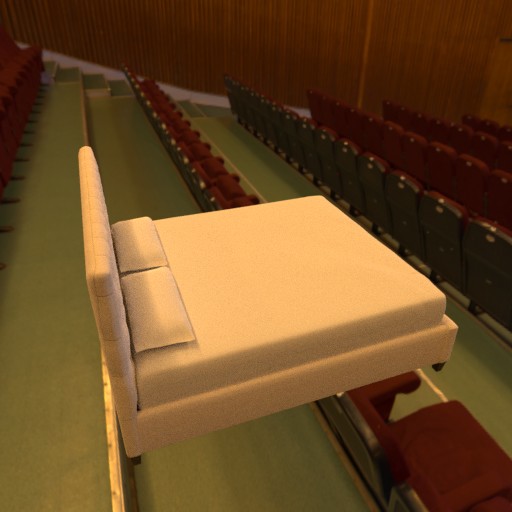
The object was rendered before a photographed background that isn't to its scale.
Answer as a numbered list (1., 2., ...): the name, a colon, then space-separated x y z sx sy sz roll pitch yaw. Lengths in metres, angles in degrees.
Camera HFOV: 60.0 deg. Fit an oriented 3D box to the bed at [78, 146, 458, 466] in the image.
1. bed: 0.000 0.000 3.522 2.387 1.427 2.078 -11 32 -17
